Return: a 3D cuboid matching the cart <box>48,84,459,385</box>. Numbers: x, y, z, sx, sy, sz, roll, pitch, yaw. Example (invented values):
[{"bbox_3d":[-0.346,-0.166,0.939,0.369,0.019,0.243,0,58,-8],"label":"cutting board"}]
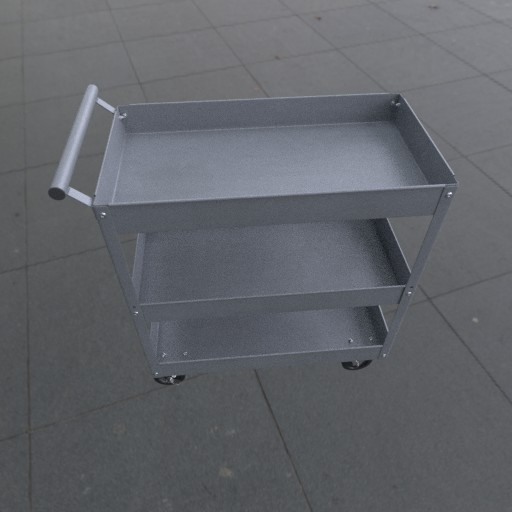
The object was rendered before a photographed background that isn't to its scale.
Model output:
[{"bbox_3d":[0.000,0.000,1.151,0.719,0.780,0.366,-4,47,-3],"label":"cart"}]
